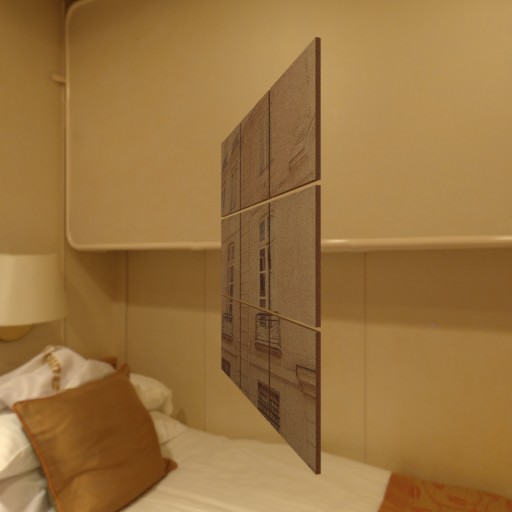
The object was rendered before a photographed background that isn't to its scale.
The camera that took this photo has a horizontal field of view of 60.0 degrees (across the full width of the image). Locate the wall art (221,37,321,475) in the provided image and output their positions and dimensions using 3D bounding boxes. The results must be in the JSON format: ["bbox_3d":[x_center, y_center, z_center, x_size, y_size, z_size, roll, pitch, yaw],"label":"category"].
[{"bbox_3d":[0.000,0.000,1.363,0.018,0.913,0.915,0,0,-17],"label":"wall art"}]
